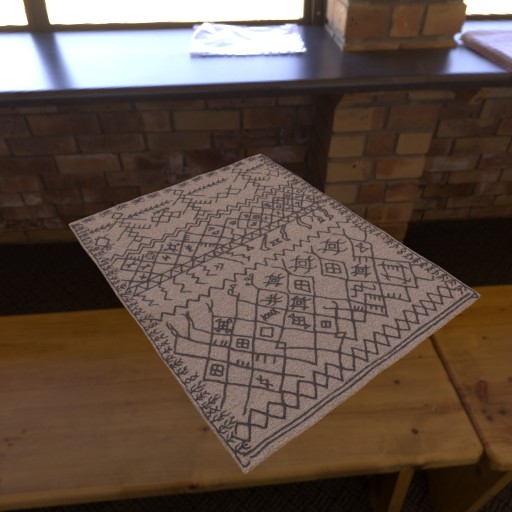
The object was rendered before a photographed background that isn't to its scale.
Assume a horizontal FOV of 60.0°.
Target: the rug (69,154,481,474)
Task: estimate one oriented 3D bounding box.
[{"bbox_3d":[0.000,0.000,3.259,1.964,0.025,2.455,-26,48,-27],"label":"rug"}]
